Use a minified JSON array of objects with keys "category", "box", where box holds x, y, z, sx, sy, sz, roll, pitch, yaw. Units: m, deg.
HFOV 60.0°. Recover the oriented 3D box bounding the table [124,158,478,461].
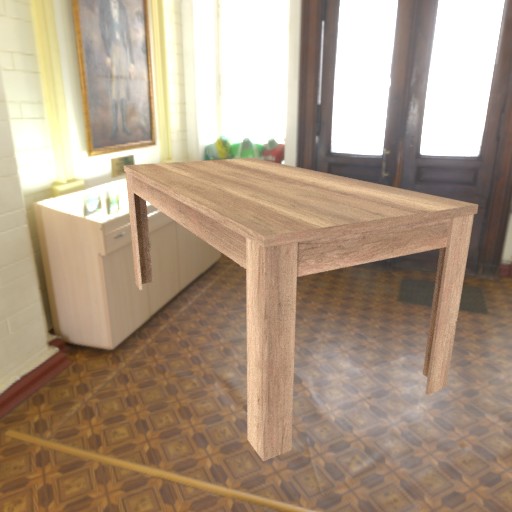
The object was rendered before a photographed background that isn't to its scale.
[{"category":"table","box":[0.000,0.000,2.310,0.900,0.790,1.800,-10,21,-26]}]
